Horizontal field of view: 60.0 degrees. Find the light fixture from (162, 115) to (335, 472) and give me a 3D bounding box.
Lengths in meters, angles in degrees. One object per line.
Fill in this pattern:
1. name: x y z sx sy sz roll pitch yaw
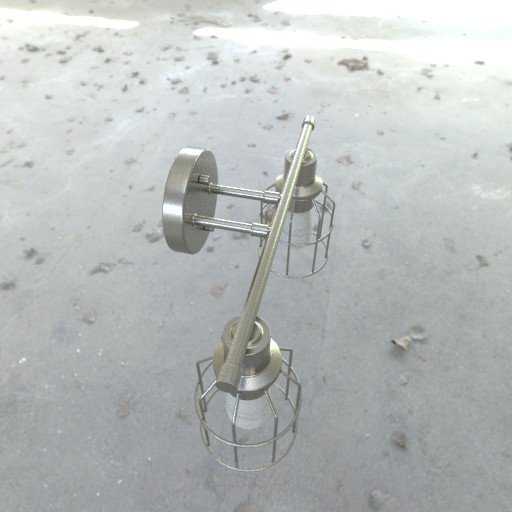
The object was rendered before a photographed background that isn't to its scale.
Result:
1. light fixture: 0.000 0.000 0.524 0.165 0.254 0.406 10 47 9
